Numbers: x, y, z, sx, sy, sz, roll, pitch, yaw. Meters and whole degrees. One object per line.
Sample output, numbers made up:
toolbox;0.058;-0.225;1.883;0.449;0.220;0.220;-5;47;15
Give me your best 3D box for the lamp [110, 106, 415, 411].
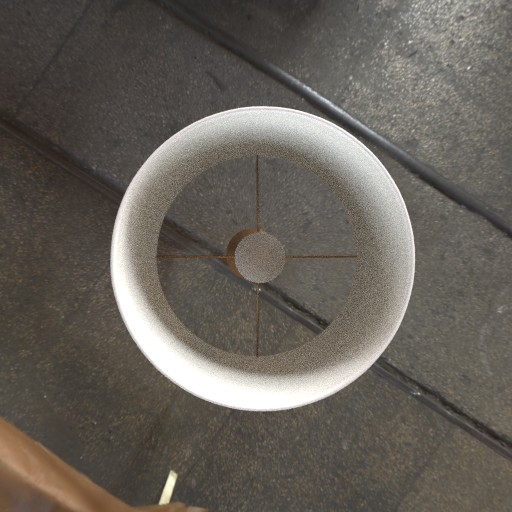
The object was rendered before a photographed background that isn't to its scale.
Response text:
lamp;0.000;0.000;0.627;0.268;0.479;0.268;0;91;-2
